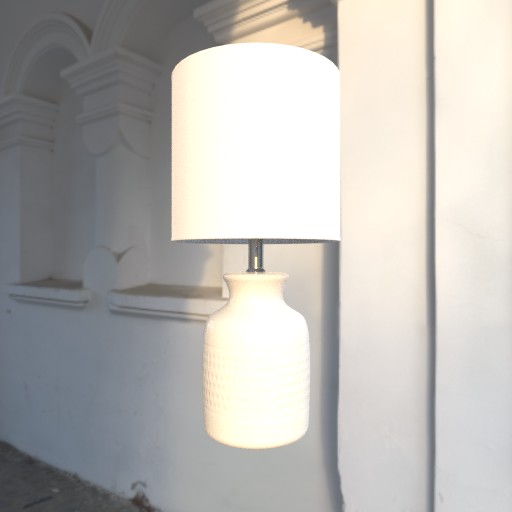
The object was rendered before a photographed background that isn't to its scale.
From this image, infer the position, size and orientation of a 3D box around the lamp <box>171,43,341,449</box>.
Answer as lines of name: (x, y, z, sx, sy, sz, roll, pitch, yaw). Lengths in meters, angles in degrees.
lamp: (0.000, 0.000, 0.501, 0.188, 0.392, 0.188, 0, 0, -37)
